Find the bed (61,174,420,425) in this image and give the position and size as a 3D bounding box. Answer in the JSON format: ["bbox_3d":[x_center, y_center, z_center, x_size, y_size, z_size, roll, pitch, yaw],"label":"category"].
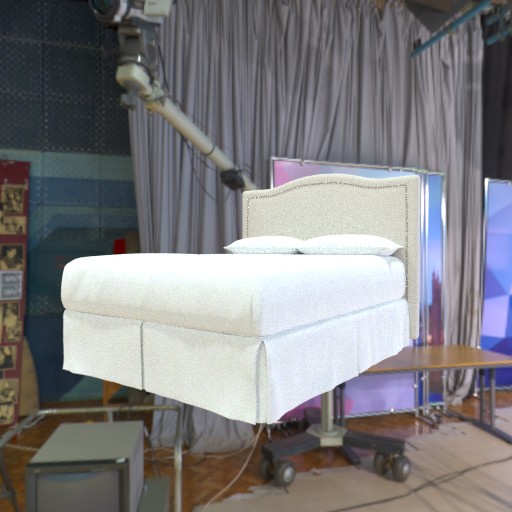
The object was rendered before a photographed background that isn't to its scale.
[{"bbox_3d":[0.000,0.000,3.241,1.753,1.460,2.143,1,1,36],"label":"bed"}]
